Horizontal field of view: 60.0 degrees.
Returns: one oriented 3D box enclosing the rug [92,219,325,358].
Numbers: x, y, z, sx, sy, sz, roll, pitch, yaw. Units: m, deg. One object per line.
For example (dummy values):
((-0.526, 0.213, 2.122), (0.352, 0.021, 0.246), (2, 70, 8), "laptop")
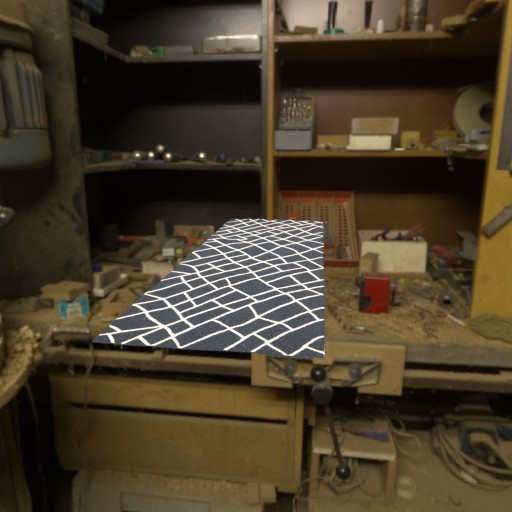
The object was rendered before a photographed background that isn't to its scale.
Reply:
((0.000, 0.000, 2.645), (0.807, 0.010, 2.476), (2, 15, 8), "rug")
